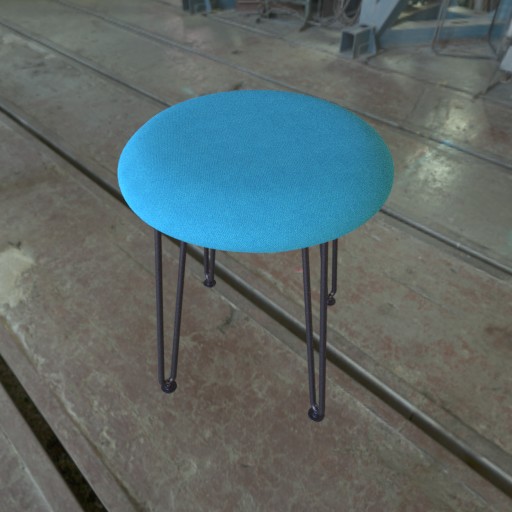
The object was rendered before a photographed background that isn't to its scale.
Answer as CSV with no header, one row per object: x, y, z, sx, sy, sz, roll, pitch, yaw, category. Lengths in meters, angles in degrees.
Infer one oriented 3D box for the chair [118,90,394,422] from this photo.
0.000,0.000,0.691,0.350,0.430,0.350,0,42,0,chair
